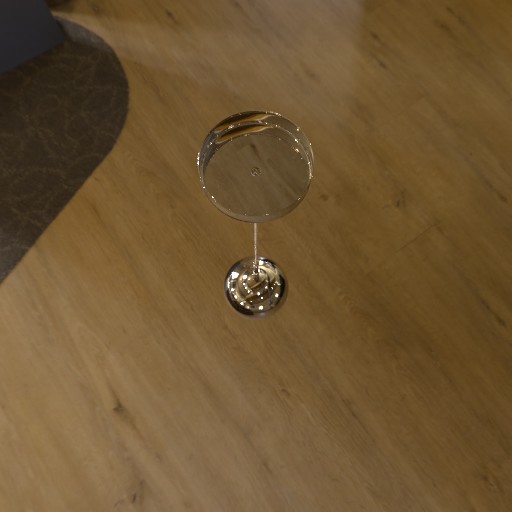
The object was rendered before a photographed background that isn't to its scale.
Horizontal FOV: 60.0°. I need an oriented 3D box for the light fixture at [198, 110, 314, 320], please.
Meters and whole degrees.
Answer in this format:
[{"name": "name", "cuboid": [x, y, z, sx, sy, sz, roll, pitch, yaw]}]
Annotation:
[{"name": "light fixture", "cuboid": [0.000, 0.000, 1.688, 0.336, 1.538, 0.336, -19, 76, -5]}]
